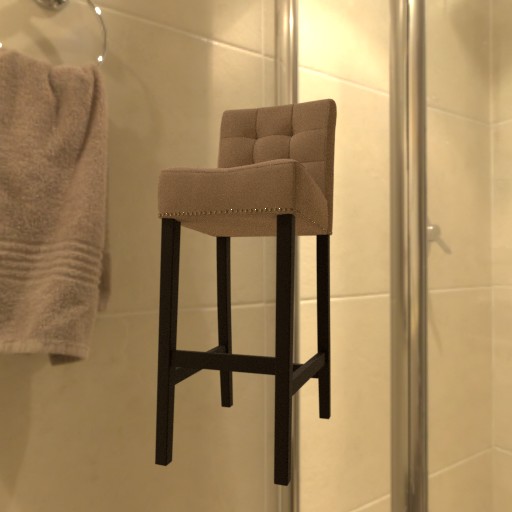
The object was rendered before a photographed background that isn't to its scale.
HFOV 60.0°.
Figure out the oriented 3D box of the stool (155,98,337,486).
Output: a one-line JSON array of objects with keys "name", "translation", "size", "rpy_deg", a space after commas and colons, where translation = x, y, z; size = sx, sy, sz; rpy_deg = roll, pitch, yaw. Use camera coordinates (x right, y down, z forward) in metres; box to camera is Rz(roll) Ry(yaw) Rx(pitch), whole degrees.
[{"name": "stool", "translation": [0.000, 0.000, 1.314], "size": [0.411, 1.047, 0.548], "rpy_deg": [0, 0, 19]}]
